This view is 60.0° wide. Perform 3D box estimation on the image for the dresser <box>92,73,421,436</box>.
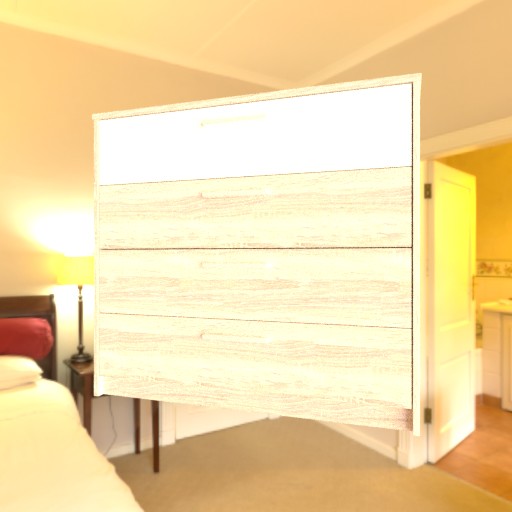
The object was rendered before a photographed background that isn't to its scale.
[{"bbox_3d":[0.000,0.000,1.415,0.980,0.900,0.380,0,0,19],"label":"dresser"}]
